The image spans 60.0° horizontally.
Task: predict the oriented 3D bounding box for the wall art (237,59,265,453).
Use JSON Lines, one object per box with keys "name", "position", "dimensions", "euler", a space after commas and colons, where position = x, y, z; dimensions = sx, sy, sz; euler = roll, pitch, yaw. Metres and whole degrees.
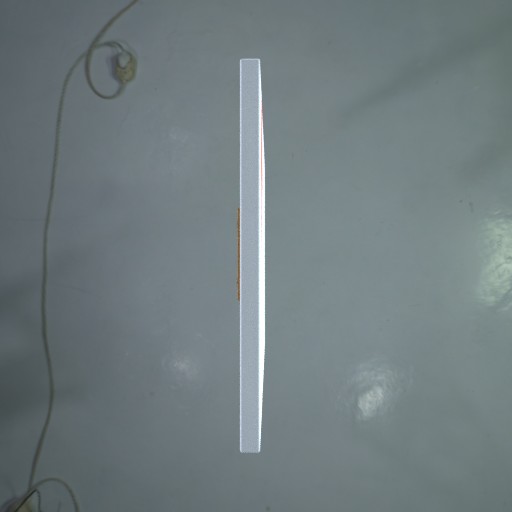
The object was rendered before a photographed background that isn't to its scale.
{"name": "wall art", "position": [0.000, 0.000, 1.111], "dimensions": [0.036, 0.848, 0.613], "euler": [0, 90, 2]}
